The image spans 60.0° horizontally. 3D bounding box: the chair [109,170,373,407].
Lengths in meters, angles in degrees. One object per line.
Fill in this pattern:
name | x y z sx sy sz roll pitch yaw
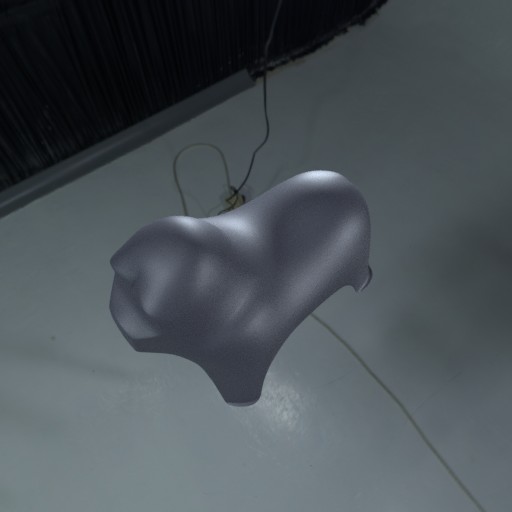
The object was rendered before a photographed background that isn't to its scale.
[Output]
chair | 0.000 0.000 1.158 0.758 0.600 0.490 -36 67 -18
